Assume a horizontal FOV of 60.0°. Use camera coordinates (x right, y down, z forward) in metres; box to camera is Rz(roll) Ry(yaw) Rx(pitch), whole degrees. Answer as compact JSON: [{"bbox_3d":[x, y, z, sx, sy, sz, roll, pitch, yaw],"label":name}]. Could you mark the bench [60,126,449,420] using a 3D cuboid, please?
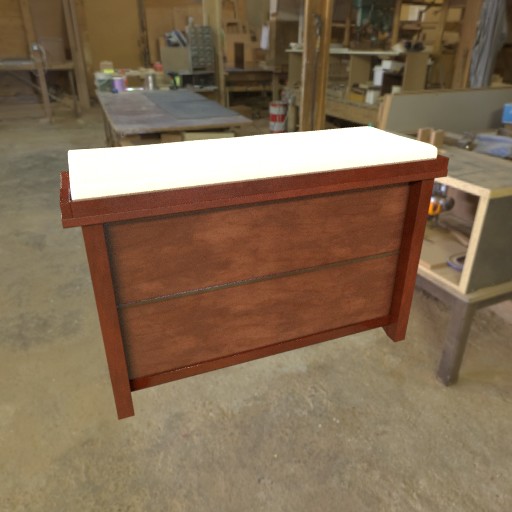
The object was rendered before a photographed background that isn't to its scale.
[{"bbox_3d":[0.000,0.000,1.323,0.987,0.646,0.369,-10,28,-19],"label":"bench"}]
